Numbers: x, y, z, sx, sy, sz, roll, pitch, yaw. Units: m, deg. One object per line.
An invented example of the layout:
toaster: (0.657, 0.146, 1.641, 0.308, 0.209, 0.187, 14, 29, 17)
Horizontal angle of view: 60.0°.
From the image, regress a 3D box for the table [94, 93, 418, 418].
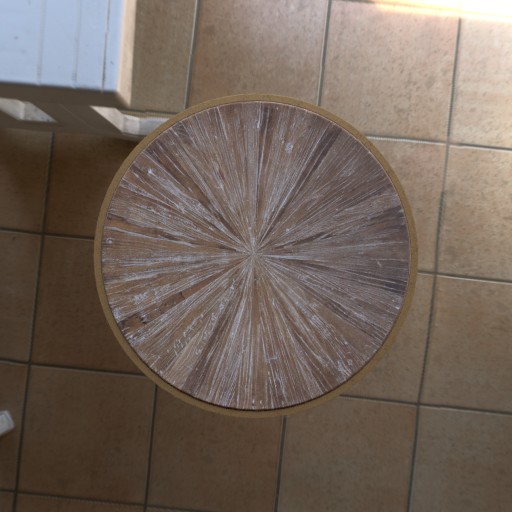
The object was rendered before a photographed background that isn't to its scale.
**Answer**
table: (0.000, 0.000, 1.564, 1.001, 0.409, 1.001, 0, 90, 1)
